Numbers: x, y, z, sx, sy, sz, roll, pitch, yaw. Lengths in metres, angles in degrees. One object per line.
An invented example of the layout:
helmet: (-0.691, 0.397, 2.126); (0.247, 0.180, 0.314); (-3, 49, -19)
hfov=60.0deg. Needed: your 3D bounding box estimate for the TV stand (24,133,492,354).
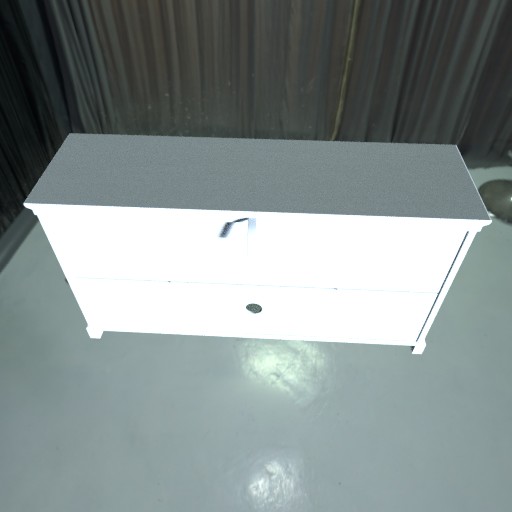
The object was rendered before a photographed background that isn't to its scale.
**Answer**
TV stand: (0.000, 0.000, 1.445); (1.187, 0.624, 0.424); (2, 46, 2)
